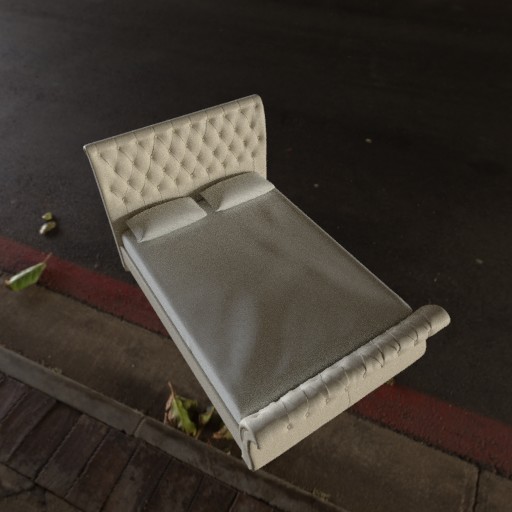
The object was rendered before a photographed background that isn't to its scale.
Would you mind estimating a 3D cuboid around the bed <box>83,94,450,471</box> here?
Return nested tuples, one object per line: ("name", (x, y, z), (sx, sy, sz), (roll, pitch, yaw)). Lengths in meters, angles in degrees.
("bed", (0.000, 0.000, 3.463), (1.606, 1.268, 2.493), (-25, 50, -23))
